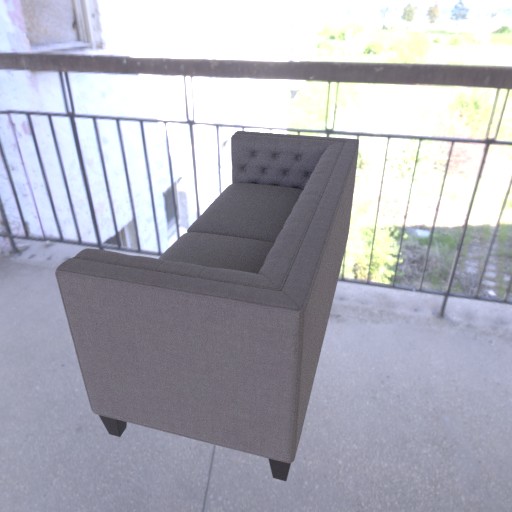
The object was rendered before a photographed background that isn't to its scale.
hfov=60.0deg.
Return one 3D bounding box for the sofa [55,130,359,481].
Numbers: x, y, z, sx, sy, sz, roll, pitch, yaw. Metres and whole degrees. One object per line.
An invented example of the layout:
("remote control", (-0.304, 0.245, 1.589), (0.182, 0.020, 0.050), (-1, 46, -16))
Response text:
("sofa", (0.000, 0.000, 2.173), (0.775, 0.762, 1.778), (8, 31, 14))
